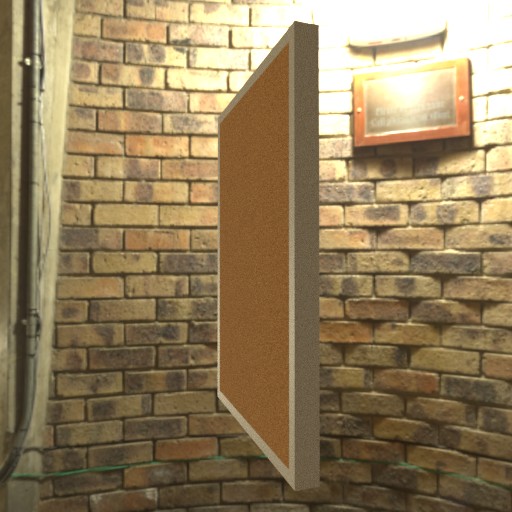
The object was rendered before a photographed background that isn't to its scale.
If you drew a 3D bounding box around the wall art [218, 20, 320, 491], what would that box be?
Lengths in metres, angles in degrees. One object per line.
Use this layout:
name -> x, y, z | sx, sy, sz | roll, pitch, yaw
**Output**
wall art -> 0.000, 0.000, 0.838 | 0.038, 0.657, 0.450 | 0, -1, -19
